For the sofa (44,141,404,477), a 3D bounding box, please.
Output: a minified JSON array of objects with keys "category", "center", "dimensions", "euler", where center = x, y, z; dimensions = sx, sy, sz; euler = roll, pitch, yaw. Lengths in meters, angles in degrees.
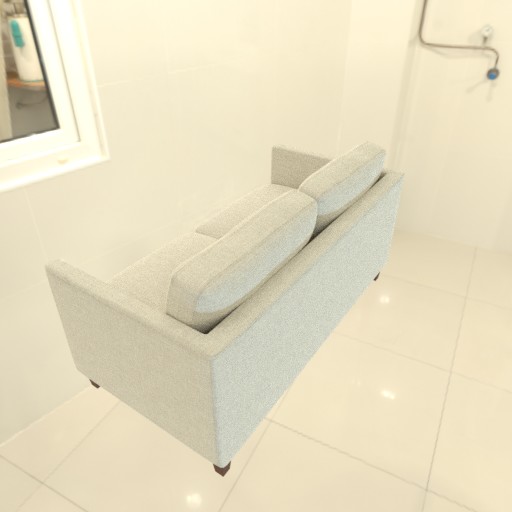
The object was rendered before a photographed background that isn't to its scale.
[{"category":"sofa","center":[0.000,0.000,2.404],"dimensions":[0.950,0.963,1.838],"euler":[21,39,28]}]
